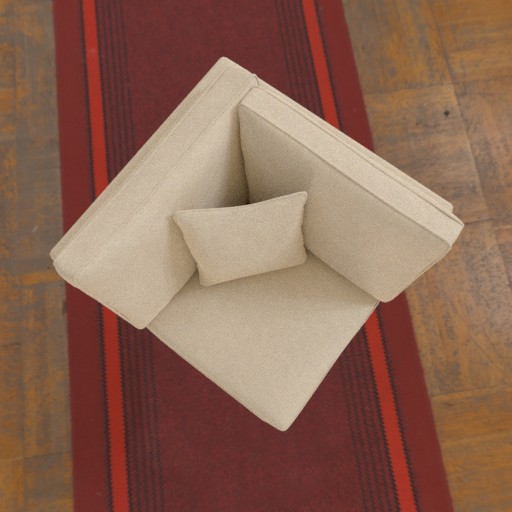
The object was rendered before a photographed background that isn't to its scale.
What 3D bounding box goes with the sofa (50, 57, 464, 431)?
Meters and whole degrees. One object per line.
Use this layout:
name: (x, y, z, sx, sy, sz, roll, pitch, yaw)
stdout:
sofa: (0.000, 0.000, 1.936, 1.146, 1.002, 1.084, 36, 79, 8)
